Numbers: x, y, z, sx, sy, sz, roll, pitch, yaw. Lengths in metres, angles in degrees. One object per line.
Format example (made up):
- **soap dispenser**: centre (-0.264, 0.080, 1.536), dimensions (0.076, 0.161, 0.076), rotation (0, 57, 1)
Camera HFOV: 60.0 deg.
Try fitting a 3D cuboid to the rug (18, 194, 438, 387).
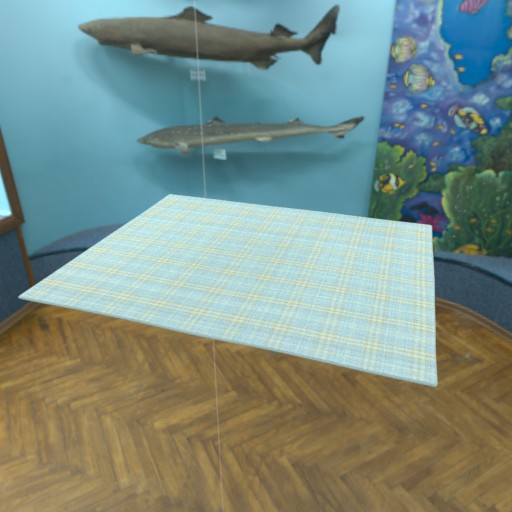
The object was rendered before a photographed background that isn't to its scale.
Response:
- **rug**: centre (0.000, 0.000, 4.026), dimensions (3.066, 0.030, 2.462), rotation (9, 29, 16)
